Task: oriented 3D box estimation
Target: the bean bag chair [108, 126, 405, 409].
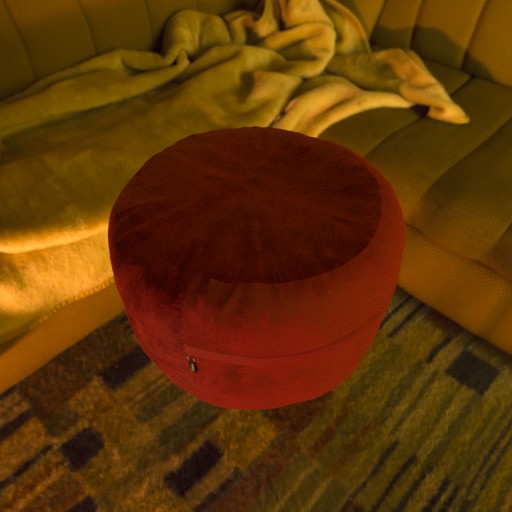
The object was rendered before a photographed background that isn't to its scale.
[{"bbox_3d":[0.000,0.000,1.990,1.219,0.762,1.219,0,45,0],"label":"bean bag chair"}]
